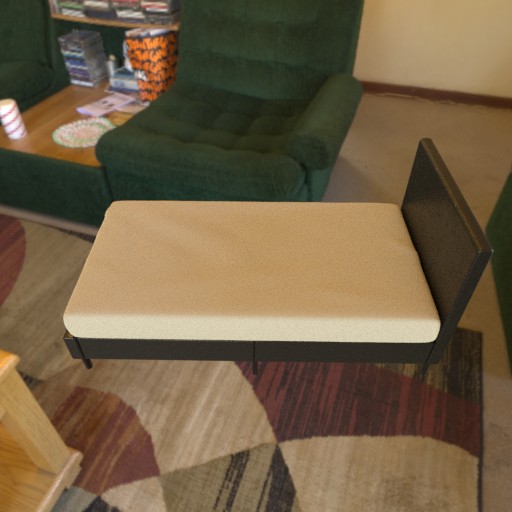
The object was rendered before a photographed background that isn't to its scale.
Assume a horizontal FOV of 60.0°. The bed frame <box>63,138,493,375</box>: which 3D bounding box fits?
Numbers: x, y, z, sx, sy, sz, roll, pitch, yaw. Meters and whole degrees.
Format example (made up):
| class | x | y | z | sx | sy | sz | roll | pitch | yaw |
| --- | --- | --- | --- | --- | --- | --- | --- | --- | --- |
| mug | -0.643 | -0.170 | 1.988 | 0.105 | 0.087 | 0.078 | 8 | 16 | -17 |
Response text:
| class | x | y | z | sx | sy | sz | roll | pitch | yaw |
| --- | --- | --- | --- | --- | --- | --- | --- | --- | --- |
| bed frame | 0.000 | 0.000 | 2.527 | 2.152 | 1.046 | 1.038 | 1 | 43 | 1 |
